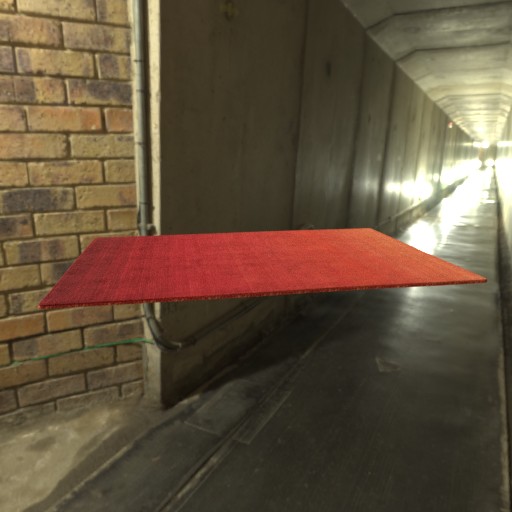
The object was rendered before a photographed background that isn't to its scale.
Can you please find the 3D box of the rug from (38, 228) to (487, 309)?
[{"bbox_3d":[0.000,0.000,2.350,1.835,0.018,1.230,-3,14,-10],"label":"rug"}]
